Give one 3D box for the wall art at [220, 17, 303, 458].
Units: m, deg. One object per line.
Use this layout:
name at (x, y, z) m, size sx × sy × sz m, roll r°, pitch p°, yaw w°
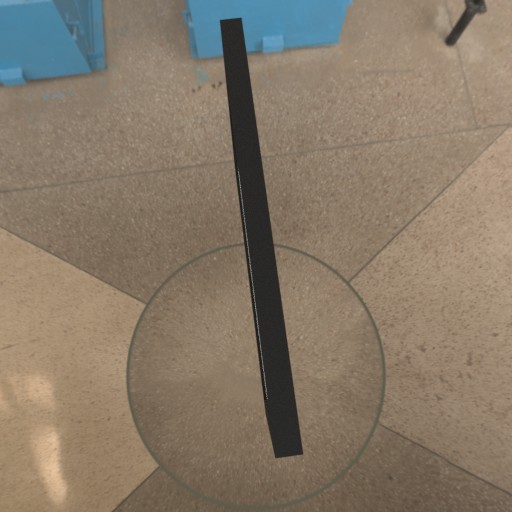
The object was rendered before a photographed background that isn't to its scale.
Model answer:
wall art at (0.000, 0.000, 0.760) m, size 0.031 × 0.457 × 0.558 m, roll -7°, pitch 76°, yaw -2°
